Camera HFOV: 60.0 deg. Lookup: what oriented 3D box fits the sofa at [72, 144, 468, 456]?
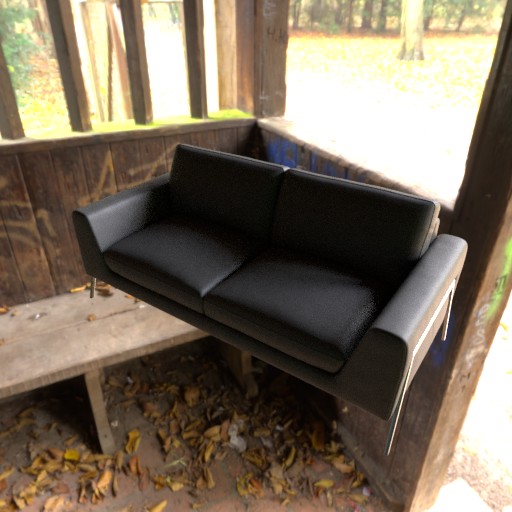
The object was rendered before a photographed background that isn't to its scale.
[{"bbox_3d":[0.000,0.000,2.506,2.017,0.875,0.953,20,36,30],"label":"sofa"}]
